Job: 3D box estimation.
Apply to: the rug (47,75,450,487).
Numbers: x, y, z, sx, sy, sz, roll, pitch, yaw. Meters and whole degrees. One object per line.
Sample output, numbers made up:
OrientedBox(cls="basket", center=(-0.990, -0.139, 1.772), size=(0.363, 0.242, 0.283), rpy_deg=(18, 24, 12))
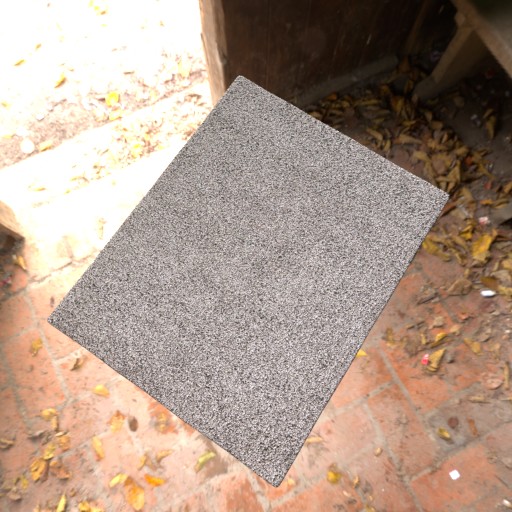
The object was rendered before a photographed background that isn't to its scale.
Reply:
OrientedBox(cls="rug", center=(0.000, 0.000, 4.073), size=(2.438, 0.029, 3.047), rpy_deg=(33, 77, 8))
